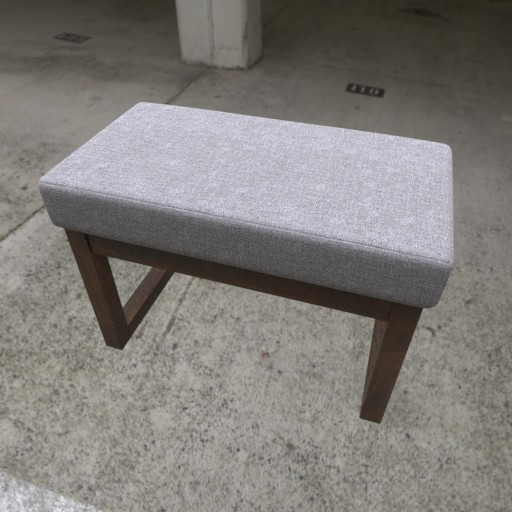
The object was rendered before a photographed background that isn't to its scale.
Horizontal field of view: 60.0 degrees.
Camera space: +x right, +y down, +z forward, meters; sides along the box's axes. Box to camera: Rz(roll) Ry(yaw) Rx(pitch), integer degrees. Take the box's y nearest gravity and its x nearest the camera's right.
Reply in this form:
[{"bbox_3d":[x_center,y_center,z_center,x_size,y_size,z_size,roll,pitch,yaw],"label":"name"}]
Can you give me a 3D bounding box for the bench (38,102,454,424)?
[{"bbox_3d":[0.000,0.000,0.947,0.681,0.467,0.366,12,43,13],"label":"bench"}]
